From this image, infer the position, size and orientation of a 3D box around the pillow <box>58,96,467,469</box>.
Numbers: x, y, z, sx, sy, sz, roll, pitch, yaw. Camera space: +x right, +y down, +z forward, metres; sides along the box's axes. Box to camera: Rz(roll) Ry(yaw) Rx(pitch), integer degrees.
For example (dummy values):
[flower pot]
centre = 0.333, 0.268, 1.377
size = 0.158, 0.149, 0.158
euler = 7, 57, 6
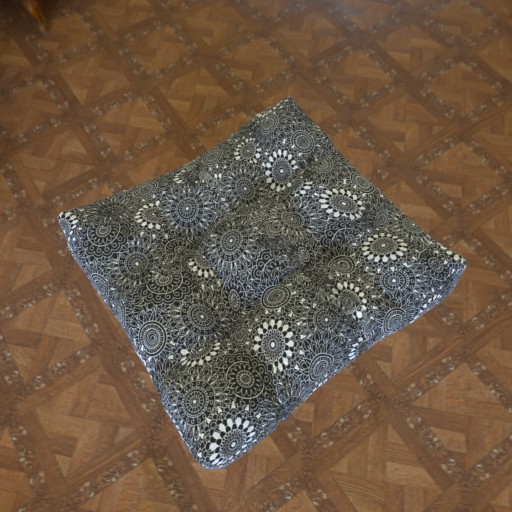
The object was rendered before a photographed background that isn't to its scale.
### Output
[pillow]
centre = 0.000, 0.000, 0.731
size = 0.490, 0.128, 0.468
euler = -33, 67, -15
